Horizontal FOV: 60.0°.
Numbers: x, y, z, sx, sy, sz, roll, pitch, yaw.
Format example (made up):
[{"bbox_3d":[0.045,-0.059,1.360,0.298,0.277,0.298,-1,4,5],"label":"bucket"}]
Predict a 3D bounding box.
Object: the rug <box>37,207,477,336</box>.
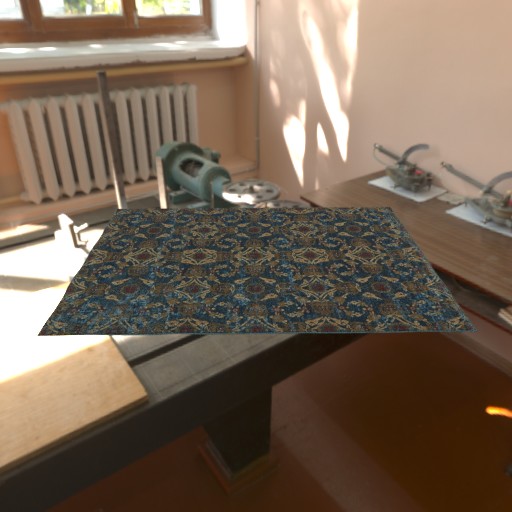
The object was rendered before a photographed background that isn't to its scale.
[{"bbox_3d":[0.000,0.000,4.318,3.291,0.013,2.337,0,30,-1],"label":"rug"}]
